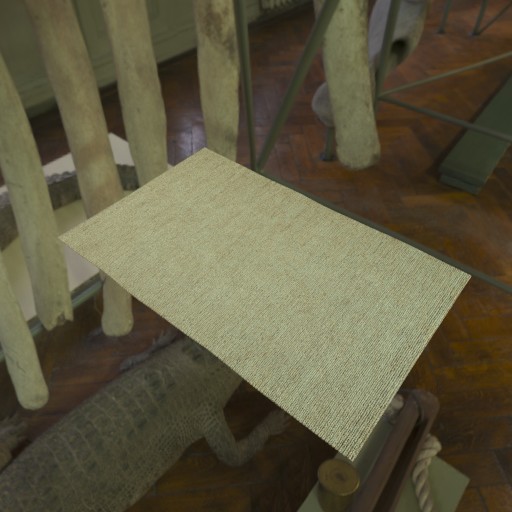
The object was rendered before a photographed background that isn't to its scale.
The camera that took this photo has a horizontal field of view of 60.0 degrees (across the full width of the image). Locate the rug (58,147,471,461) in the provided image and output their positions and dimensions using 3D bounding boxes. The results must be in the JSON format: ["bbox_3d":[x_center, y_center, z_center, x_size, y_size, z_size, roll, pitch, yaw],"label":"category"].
[{"bbox_3d":[0.000,0.000,3.060,2.439,0.011,1.533,30,53,26],"label":"rug"}]
